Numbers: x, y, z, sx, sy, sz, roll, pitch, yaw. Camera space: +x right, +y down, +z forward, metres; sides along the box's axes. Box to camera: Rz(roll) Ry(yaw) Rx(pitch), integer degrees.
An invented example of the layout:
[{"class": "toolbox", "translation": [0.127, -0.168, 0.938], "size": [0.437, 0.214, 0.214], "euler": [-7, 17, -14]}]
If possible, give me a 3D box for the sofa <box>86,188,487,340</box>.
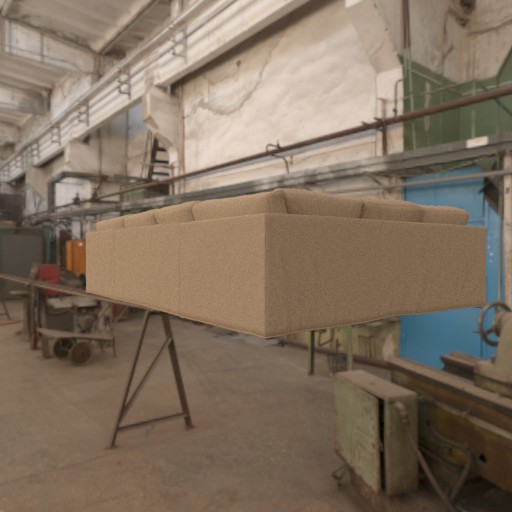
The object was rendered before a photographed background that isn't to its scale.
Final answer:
[{"class": "sofa", "translation": [0.000, 0.000, 4.499], "size": [2.427, 0.882, 3.460], "euler": [-1, 1, -36]}]
